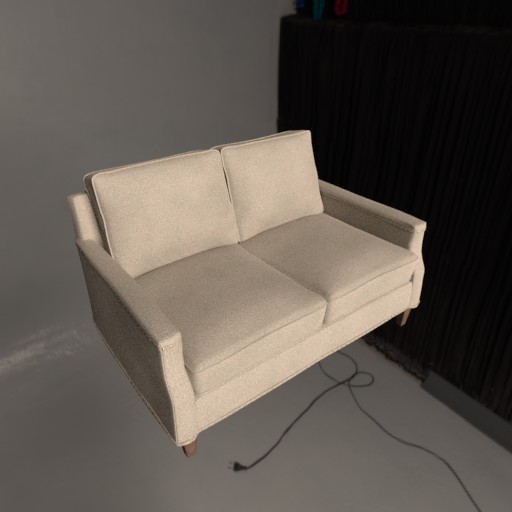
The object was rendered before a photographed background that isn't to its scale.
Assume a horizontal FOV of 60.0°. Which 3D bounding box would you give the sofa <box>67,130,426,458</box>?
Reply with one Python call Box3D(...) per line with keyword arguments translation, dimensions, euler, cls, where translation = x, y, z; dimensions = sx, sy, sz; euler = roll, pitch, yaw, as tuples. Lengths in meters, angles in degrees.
Box3D(translation=(0.000, 0.000, 2.343), dimensions=(1.597, 1.003, 1.084), euler=(-21, 36, -31), cls="sofa")
